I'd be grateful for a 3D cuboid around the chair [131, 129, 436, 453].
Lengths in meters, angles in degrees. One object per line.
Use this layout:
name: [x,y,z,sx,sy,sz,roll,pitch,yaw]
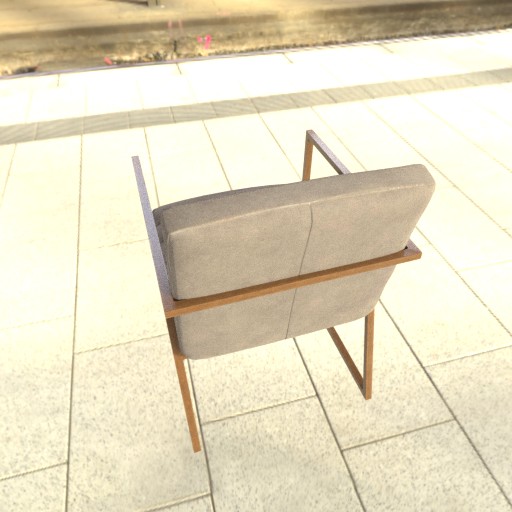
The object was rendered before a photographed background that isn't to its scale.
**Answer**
chair: [0.000,0.000,1.290,0.578,0.843,0.682,-12,43,-13]
